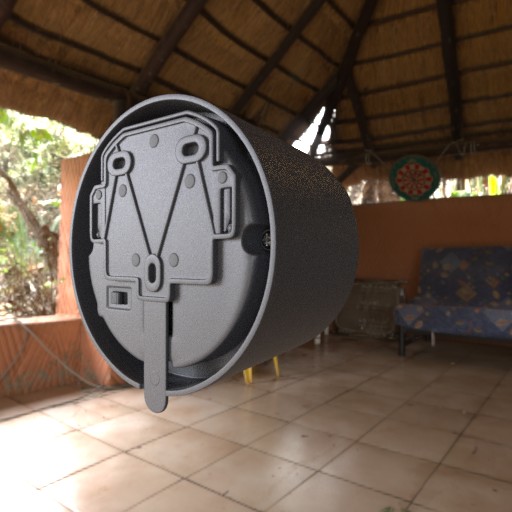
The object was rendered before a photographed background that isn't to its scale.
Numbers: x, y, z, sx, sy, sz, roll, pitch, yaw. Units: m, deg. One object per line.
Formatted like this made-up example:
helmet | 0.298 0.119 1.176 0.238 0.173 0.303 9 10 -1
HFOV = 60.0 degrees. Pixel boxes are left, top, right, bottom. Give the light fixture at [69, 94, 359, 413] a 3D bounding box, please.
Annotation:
light fixture | 0.000 0.000 0.264 0.134 0.143 0.160 0 0 36
